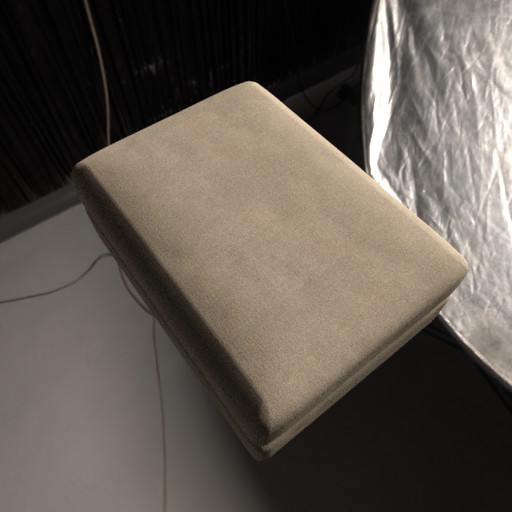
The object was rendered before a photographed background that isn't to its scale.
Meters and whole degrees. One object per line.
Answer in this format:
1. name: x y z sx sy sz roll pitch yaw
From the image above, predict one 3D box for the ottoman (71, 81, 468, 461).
1. ottoman: 0.000 0.000 1.204 0.610 0.478 0.823 -33 64 -19
